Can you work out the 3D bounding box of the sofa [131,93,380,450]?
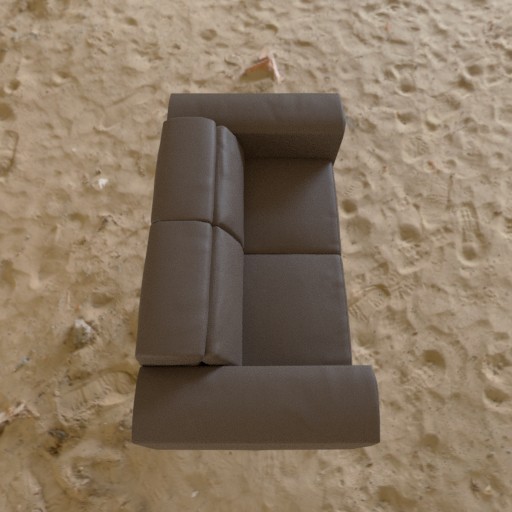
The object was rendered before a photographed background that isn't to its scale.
[{"bbox_3d":[0.000,0.000,2.350,1.003,0.779,1.895,0,63,0],"label":"sofa"}]
